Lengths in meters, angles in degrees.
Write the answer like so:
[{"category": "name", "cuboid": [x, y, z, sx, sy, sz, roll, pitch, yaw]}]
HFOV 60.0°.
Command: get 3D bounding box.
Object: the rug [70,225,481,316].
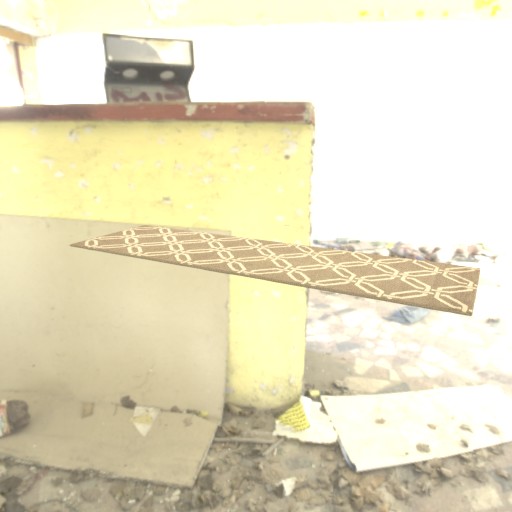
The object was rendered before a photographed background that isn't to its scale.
[{"category": "rug", "cuboid": [0.000, 0.000, 2.525, 2.276, 0.014, 0.678, 8, 18, 27]}]
